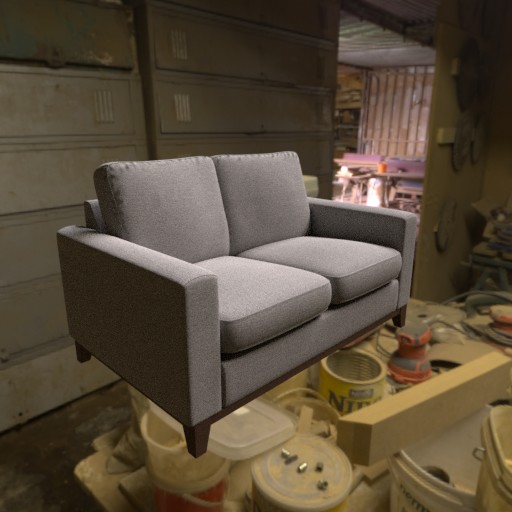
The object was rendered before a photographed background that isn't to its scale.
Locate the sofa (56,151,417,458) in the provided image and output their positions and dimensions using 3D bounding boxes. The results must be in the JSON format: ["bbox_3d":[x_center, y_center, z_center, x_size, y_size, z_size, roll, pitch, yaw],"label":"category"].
[{"bbox_3d":[0.000,0.000,2.029,1.420,0.873,0.917,-16,23,-43],"label":"sofa"}]
